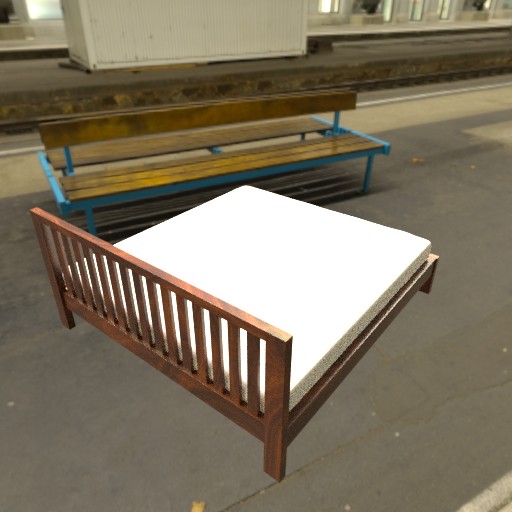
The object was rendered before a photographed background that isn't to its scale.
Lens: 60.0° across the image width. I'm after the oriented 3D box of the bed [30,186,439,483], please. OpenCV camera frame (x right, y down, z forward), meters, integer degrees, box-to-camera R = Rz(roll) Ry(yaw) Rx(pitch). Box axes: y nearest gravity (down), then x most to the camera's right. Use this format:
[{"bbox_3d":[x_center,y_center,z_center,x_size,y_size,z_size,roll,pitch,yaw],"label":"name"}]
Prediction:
[{"bbox_3d":[0.000,0.000,3.095,1.905,0.890,2.030,22,37,32],"label":"bed"}]
